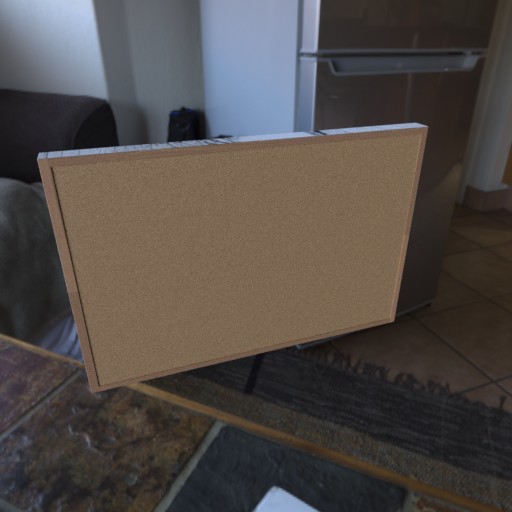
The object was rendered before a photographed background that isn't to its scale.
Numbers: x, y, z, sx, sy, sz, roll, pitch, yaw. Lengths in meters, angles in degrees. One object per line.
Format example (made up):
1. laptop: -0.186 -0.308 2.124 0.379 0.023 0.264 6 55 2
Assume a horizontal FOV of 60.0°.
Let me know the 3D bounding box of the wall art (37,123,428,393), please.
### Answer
1. wall art: 0.000 0.000 0.773 0.613 0.407 0.035 -9 29 -17
